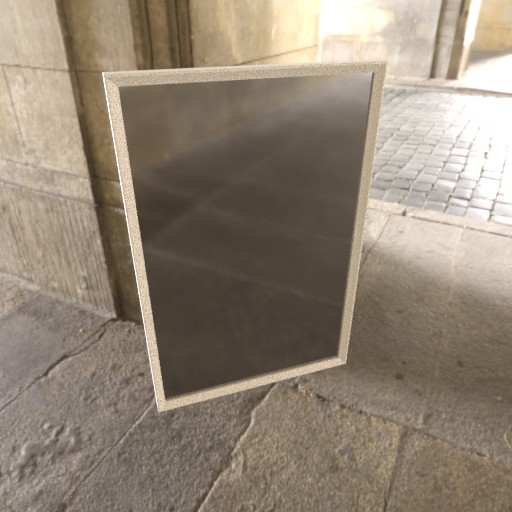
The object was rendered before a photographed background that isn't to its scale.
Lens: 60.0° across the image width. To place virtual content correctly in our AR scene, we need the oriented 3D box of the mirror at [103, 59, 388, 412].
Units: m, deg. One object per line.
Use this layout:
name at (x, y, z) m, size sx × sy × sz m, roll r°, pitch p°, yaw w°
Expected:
mirror at (0.000, 0.000, 1.151) m, size 0.609 × 0.915 × 0.041 m, roll -10°, pitch 32°, yaw -16°
